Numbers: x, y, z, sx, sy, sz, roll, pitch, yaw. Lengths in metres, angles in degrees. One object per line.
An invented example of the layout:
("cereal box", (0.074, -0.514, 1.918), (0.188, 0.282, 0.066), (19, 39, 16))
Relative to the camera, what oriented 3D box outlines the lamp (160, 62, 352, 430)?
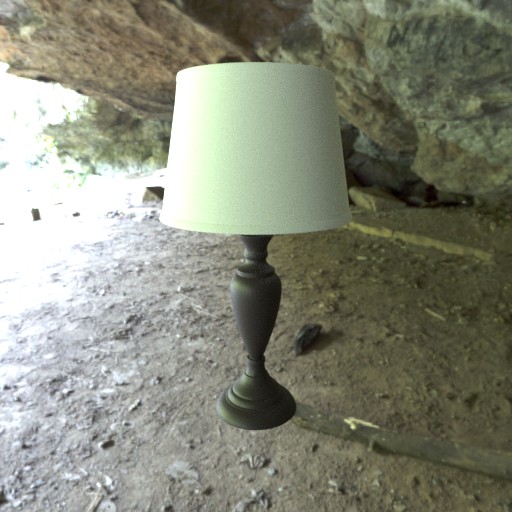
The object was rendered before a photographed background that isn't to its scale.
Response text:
("lamp", (0.000, 0.000, 0.805), (0.335, 0.611, 0.335), (0, 14, 0))
